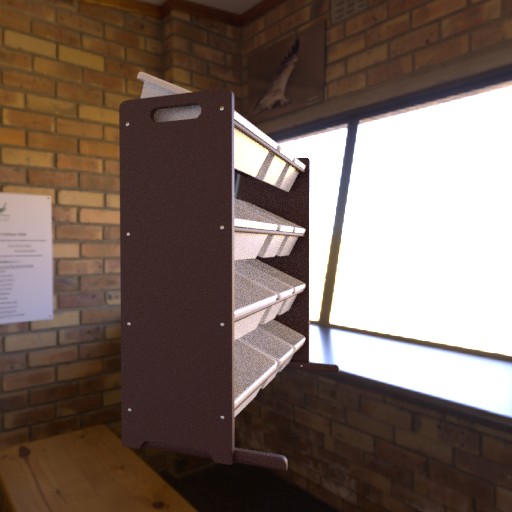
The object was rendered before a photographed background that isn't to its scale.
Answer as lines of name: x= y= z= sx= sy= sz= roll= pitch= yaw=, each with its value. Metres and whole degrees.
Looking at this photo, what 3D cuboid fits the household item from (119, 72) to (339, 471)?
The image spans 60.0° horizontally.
household item: x=0.000 y=0.000 z=1.320 sx=0.389 sy=0.864 sz=0.787 roll=1 pitch=2 yaw=19
